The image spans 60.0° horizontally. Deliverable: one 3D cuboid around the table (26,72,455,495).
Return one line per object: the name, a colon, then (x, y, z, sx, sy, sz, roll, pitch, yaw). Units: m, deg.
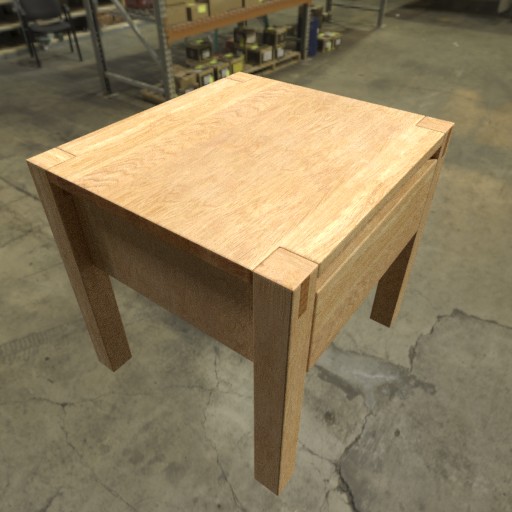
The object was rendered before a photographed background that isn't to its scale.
table: (0.000, 0.000, 0.804, 0.440, 0.450, 0.480, 25, 46, 27)
